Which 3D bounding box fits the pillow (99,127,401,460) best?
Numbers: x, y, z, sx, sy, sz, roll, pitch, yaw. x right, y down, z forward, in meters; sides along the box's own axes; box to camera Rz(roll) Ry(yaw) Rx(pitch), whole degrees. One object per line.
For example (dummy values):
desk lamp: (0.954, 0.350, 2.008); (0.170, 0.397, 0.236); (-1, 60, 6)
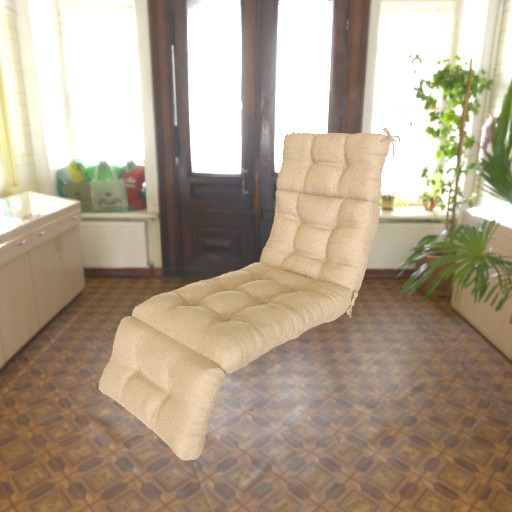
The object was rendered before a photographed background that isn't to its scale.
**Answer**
pillow: (0.000, 0.000, 1.538); (0.526, 0.863, 1.016); (15, 22, 42)
